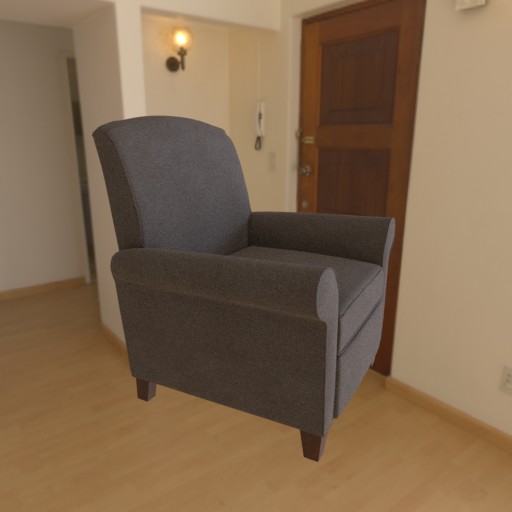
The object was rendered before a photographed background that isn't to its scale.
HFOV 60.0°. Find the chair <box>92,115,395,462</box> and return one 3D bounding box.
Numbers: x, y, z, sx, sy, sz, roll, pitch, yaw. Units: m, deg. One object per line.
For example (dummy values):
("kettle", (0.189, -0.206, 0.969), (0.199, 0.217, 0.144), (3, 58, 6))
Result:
("chair", (0.000, 0.000, 1.734), (0.905, 1.061, 0.978), (8, 17, 27))
